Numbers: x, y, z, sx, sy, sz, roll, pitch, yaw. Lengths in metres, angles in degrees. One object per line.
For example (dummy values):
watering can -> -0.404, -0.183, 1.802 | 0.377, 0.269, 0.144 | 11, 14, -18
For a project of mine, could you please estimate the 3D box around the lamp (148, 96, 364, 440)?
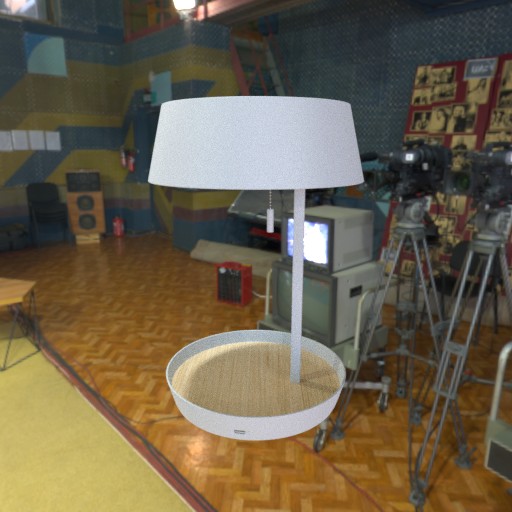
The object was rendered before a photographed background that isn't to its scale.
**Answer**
lamp -> 0.000, 0.000, 0.639 | 0.291, 0.429, 0.291 | 0, 14, 0
